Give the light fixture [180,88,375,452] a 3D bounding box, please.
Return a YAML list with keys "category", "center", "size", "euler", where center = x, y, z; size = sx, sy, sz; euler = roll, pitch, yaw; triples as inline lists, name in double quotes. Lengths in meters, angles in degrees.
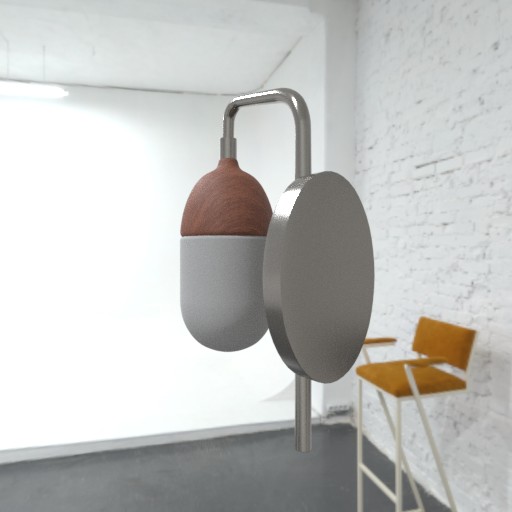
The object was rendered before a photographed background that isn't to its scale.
- category: "light fixture"
  center: [0.000, 0.000, 0.453]
  size: [0.108, 0.343, 0.216]
  euler: [0, 0, -35]
